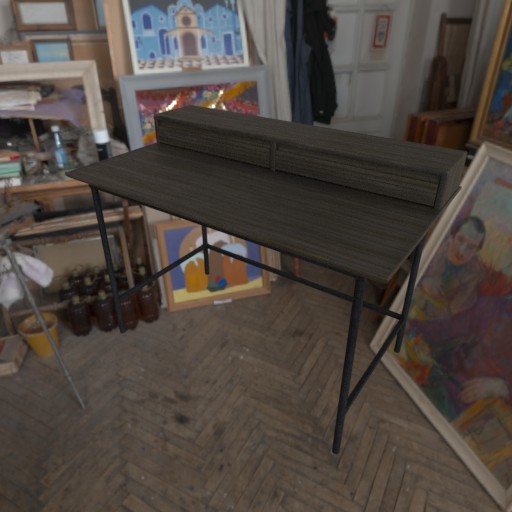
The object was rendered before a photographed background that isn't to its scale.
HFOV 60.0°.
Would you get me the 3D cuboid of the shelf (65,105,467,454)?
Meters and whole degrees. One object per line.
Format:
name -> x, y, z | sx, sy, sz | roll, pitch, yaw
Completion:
shelf -> 0.000, 0.000, 1.709 | 1.212, 0.865, 0.685 | 20, 36, 29
